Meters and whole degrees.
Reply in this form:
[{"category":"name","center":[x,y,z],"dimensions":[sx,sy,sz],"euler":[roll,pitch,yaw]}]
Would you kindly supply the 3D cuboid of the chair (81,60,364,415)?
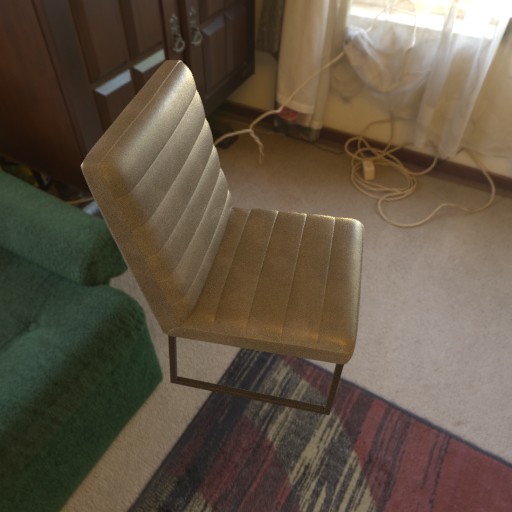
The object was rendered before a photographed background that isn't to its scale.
[{"category":"chair","center":[0.000,0.000,1.327],"dimensions":[0.634,0.930,0.520],"euler":[9,48,8]}]
